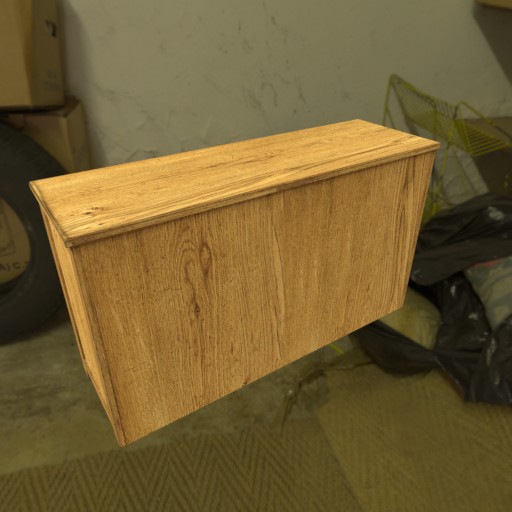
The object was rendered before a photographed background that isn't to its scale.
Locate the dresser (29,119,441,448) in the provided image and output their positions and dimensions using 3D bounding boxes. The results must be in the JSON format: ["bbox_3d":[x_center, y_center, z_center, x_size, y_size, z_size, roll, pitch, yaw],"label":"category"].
[{"bbox_3d":[0.000,0.000,2.066,1.657,0.932,0.563,-19,36,-28],"label":"dresser"}]
